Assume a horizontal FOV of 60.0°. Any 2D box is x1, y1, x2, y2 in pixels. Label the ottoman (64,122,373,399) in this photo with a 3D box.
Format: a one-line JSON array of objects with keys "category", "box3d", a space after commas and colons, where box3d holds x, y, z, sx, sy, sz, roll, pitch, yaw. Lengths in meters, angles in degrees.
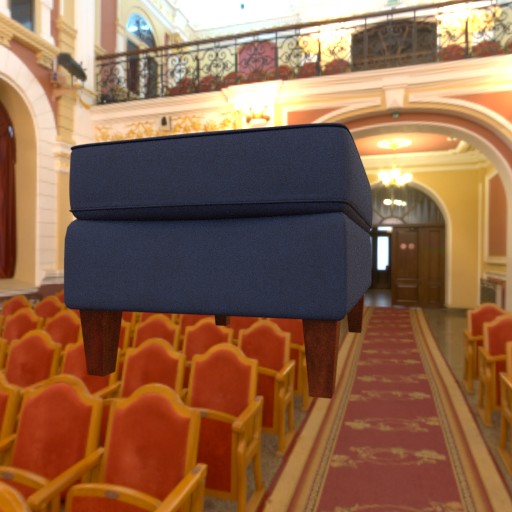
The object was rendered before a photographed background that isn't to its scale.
[{"category": "ottoman", "box3d": [0.000, 0.000, 1.407, 0.686, 0.584, 0.965, 0, 0, 17]}]
